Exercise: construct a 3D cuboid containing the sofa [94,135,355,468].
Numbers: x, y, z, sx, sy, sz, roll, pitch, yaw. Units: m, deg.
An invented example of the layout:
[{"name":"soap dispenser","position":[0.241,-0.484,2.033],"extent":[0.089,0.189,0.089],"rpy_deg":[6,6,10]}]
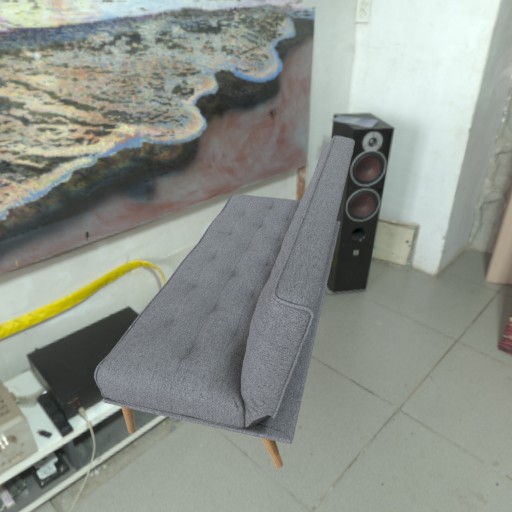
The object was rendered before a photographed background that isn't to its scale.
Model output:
[{"name":"sofa","position":[0.000,0.000,2.291],"extent":[0.810,0.830,1.820],"rpy_deg":[7,31,13]}]
